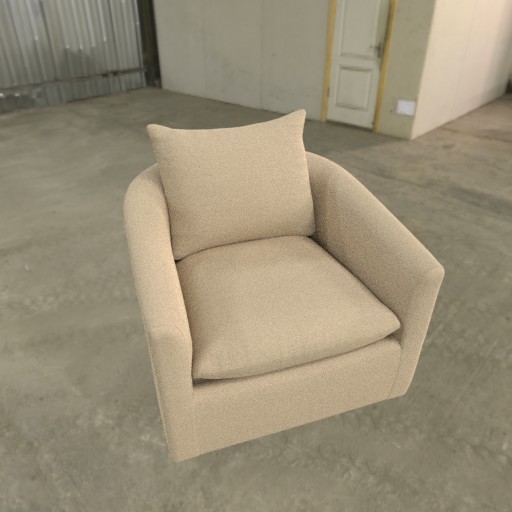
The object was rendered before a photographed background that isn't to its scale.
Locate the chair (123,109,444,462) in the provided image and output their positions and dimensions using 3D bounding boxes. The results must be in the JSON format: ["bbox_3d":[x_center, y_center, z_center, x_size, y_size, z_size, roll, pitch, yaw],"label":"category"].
[{"bbox_3d":[0.000,0.000,1.568,0.845,0.848,0.910,-10,34,-16],"label":"chair"}]
